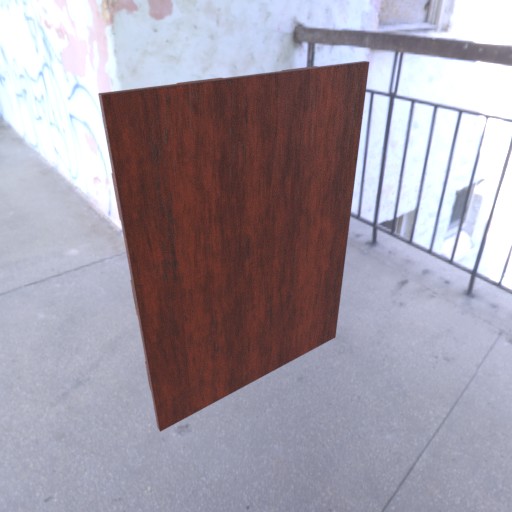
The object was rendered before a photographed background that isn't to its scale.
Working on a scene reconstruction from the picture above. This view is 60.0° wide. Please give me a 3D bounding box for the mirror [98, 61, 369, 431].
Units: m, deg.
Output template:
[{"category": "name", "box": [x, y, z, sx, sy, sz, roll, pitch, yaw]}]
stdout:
[{"category": "mirror", "box": [0.000, 0.000, 1.049, 0.600, 0.805, 0.021, -20, 37, -30]}]
